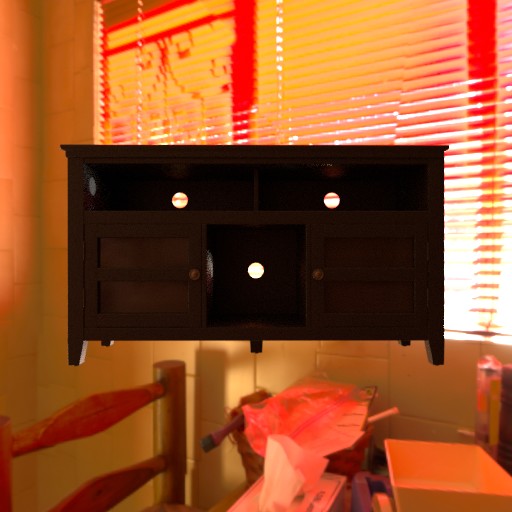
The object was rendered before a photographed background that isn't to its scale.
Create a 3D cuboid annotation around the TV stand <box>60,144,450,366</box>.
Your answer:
[{"bbox_3d":[0.000,0.000,1.524,1.198,0.681,0.347,0,0,0],"label":"TV stand"}]
